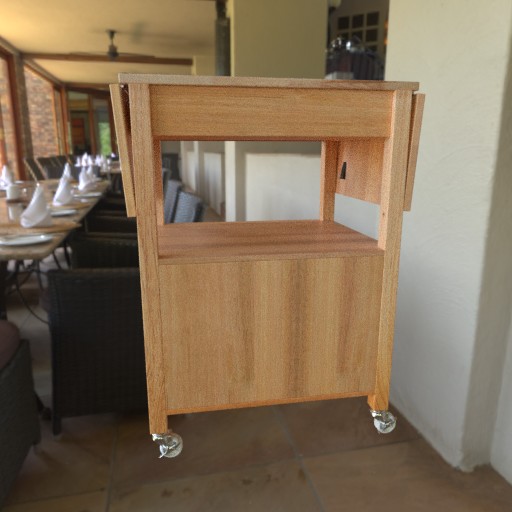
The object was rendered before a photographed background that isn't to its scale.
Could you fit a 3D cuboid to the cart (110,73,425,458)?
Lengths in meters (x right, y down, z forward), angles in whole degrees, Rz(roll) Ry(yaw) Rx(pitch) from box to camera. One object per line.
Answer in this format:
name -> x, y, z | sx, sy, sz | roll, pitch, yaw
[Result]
cart -> 0.000, 0.000, 1.208 | 0.640, 0.838, 0.508 | -2, 14, -10
